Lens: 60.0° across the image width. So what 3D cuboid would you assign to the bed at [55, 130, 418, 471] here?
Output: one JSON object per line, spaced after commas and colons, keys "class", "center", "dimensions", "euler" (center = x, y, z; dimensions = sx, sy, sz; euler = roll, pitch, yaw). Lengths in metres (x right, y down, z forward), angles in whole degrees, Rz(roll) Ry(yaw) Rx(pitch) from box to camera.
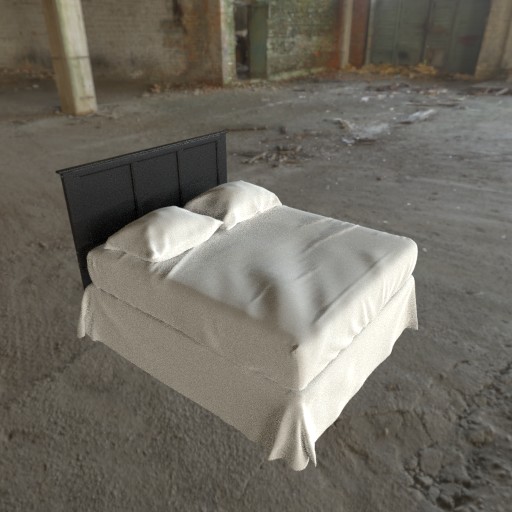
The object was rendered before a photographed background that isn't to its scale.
{"class": "bed", "center": [0.000, 0.000, 3.192], "dimensions": [2.050, 1.270, 1.870], "euler": [19, 33, 33]}
